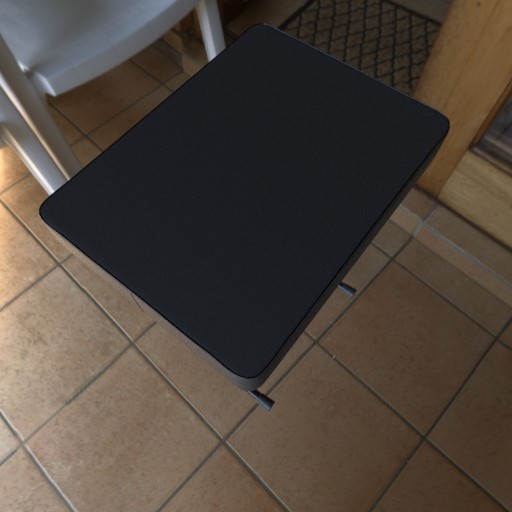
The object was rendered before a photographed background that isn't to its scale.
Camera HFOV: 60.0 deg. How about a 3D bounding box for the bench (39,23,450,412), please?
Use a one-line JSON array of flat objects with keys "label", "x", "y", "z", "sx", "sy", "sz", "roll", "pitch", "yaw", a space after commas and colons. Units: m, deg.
[{"label": "bench", "x": 0.000, "y": 0.000, "z": 0.756, "sx": 0.321, "sy": 0.500, "sz": 0.424, "roll": 35, "pitch": 69, "yaw": 16}]
